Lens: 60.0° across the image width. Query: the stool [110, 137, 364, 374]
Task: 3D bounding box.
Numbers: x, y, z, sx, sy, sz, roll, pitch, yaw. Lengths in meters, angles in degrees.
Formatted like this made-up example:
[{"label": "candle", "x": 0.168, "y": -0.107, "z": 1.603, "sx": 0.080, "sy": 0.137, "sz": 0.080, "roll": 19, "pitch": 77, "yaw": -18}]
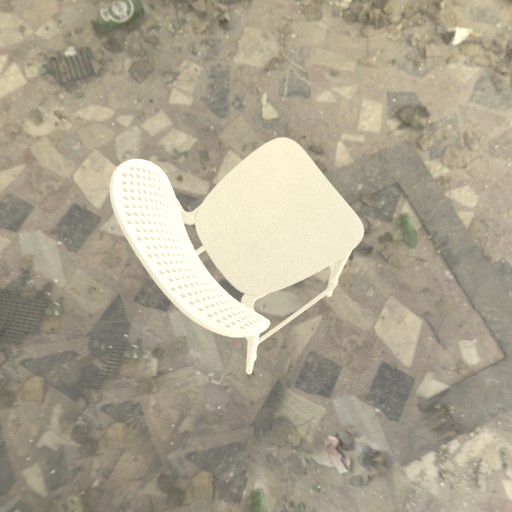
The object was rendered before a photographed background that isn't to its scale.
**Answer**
[{"label": "stool", "x": 0.000, "y": 0.000, "z": 1.370, "sx": 0.535, "sy": 1.045, "sz": 0.536, "roll": -34, "pitch": 77, "yaw": -9}]
